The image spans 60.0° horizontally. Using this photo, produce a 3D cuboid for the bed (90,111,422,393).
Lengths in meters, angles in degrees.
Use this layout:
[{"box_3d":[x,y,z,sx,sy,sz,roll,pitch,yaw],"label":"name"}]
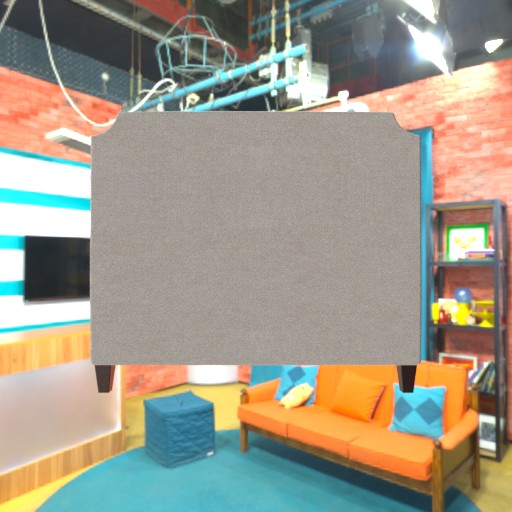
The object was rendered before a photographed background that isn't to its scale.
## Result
[{"box_3d":[0.000,0.000,3.463,1.713,1.457,2.381,0,-1,0],"label":"bed"}]
